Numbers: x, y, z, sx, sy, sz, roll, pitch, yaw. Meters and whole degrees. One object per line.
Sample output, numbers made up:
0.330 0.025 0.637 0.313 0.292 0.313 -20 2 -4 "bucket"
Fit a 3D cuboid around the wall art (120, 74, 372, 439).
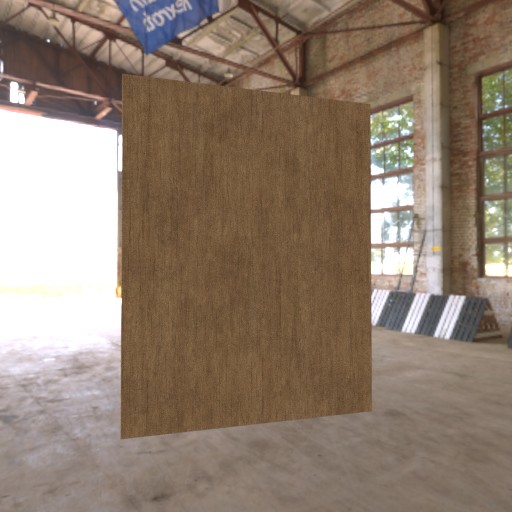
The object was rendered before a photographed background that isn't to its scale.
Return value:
0.000 0.000 0.918 0.534 0.686 0.018 0 -1 -17 "wall art"
